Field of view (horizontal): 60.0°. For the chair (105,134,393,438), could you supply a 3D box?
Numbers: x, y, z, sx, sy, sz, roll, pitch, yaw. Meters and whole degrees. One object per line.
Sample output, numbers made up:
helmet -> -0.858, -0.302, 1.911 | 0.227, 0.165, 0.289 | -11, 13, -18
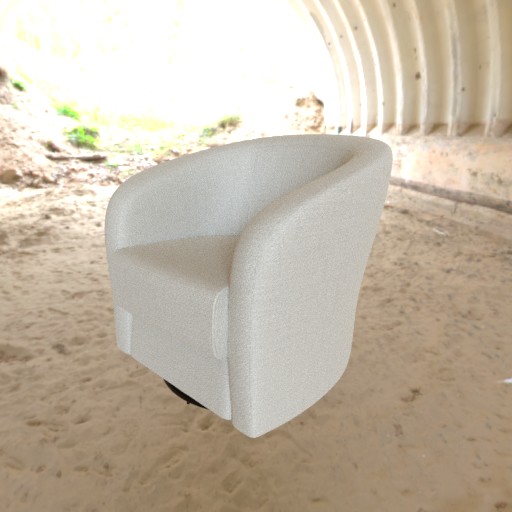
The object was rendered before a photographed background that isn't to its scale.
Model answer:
chair -> 0.000, 0.000, 1.468 | 0.791, 0.771, 0.815 | 16, 22, 43
